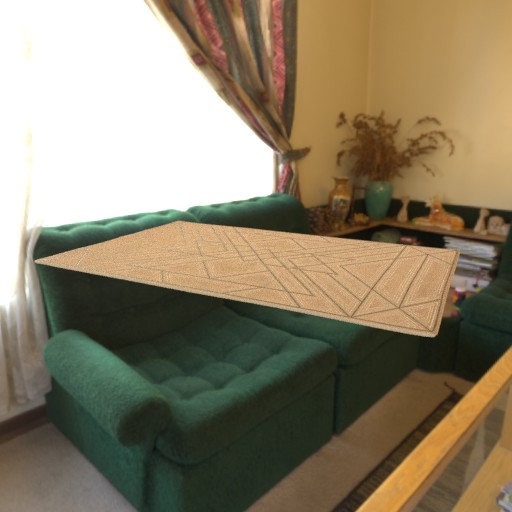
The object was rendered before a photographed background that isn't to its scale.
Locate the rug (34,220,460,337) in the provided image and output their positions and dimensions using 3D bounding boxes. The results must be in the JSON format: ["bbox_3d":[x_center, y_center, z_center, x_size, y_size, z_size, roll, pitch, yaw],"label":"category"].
[{"bbox_3d":[0.000,0.000,3.018,2.459,0.023,1.575,8,17,26],"label":"rug"}]
